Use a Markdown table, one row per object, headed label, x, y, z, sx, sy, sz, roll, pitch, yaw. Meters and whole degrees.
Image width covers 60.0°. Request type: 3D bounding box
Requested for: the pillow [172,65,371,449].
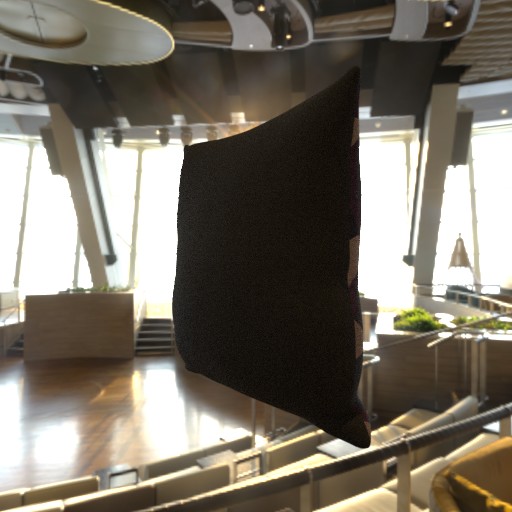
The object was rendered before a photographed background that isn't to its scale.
| label | x | y | z | sx | sy | sz | roll | pitch | yaw |
| --- | --- | --- | --- | --- | --- | --- | --- | --- | --- |
| pillow | 0.000 | 0.000 | 0.769 | 0.208 | 0.496 | 0.503 | 0 | 0 | -36 |
